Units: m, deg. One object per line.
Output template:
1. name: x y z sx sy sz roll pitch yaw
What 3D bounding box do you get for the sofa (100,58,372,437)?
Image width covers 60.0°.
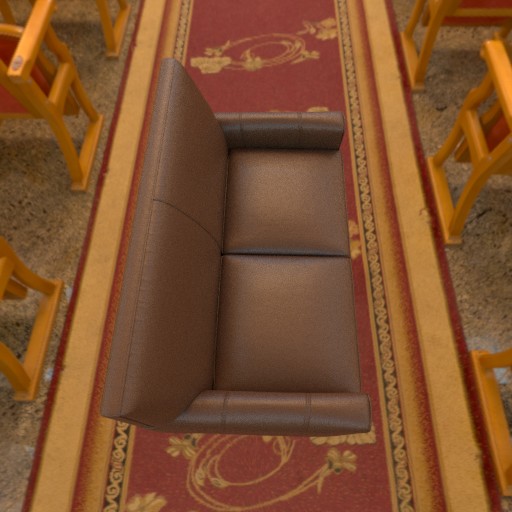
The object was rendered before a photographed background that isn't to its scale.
1. sofa: 0.000 0.000 1.947 0.853 0.859 1.468 1 63 1
